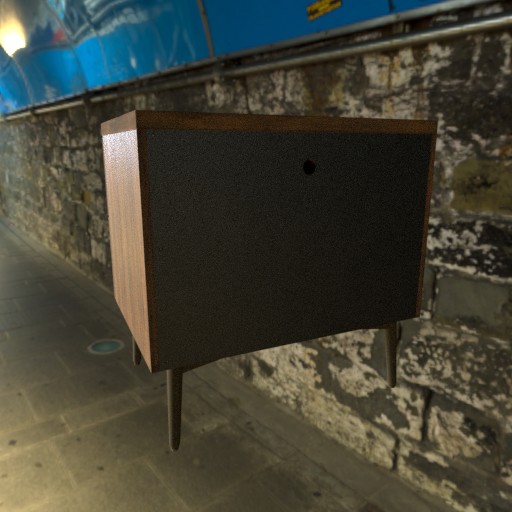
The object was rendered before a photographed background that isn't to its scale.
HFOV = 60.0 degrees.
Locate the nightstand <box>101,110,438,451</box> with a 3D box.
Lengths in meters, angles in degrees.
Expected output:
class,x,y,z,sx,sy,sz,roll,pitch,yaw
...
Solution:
class,x,y,z,sx,sy,sz,roll,pitch,yaw
nightstand,0.000,0.000,1.055,0.610,0.610,0.458,-6,15,-24
